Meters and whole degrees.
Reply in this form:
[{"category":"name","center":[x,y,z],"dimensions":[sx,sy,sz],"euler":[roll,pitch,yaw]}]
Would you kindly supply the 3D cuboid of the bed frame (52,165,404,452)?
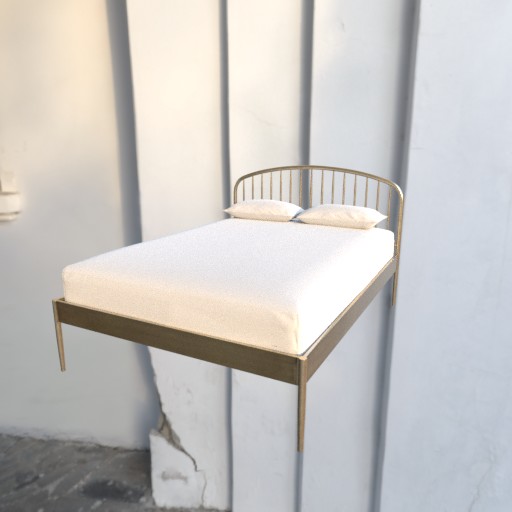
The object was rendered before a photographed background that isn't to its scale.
[{"category":"bed frame","center":[0.000,0.000,3.149],"dimensions":[1.612,1.175,2.152],"euler":[7,16,27]}]
